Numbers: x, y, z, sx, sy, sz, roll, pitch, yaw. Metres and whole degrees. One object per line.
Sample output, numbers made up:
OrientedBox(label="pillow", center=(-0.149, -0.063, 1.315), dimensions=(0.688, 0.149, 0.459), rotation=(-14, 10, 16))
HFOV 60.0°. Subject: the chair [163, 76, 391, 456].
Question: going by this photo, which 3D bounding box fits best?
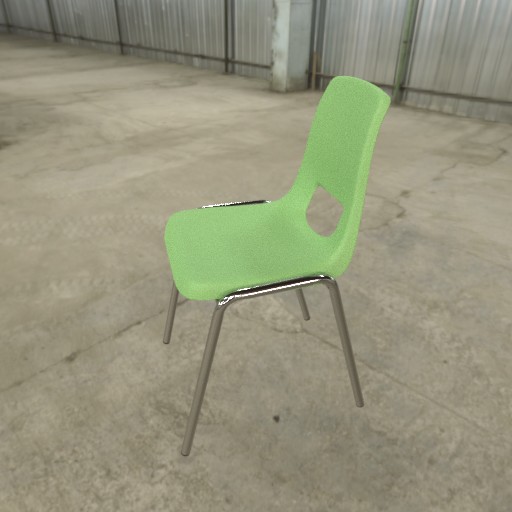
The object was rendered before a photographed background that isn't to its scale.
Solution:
OrientedBox(label="chair", center=(0.000, 0.000, 0.962), dimensions=(0.436, 0.704, 0.381), rotation=(-8, 32, -14))
